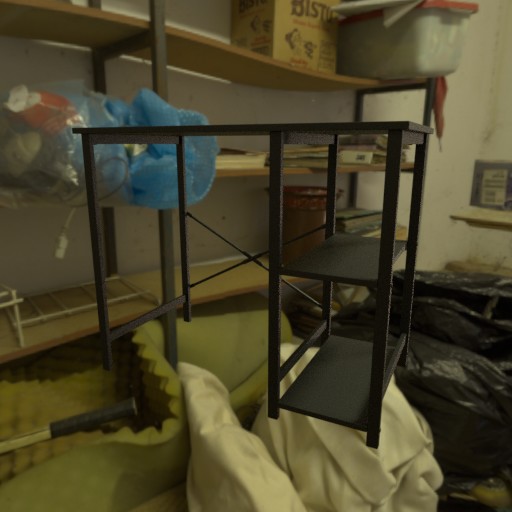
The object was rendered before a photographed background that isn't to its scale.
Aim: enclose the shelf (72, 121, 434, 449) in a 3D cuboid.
[{"bbox_3d":[0.000,0.000,1.351,0.902,0.749,0.498,7,16,25],"label":"shelf"}]
